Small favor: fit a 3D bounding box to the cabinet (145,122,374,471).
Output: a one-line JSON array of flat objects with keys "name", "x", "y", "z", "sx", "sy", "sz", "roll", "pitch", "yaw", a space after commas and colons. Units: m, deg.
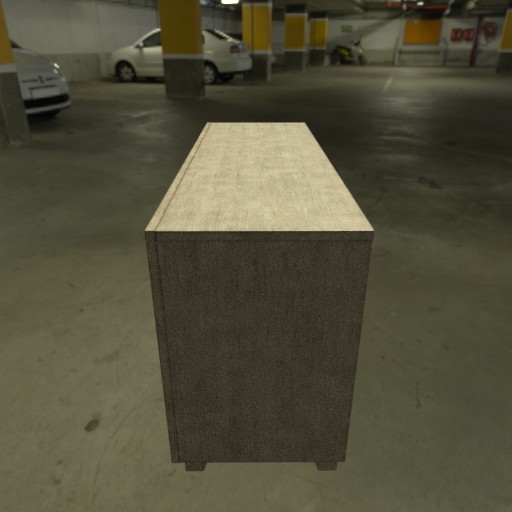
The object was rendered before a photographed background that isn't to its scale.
[{"name": "cabinet", "x": 0.000, "y": 0.000, "z": 1.806, "sx": 0.511, "sy": 0.825, "sz": 1.460, "roll": 0, "pitch": 26, "yaw": 0}]
